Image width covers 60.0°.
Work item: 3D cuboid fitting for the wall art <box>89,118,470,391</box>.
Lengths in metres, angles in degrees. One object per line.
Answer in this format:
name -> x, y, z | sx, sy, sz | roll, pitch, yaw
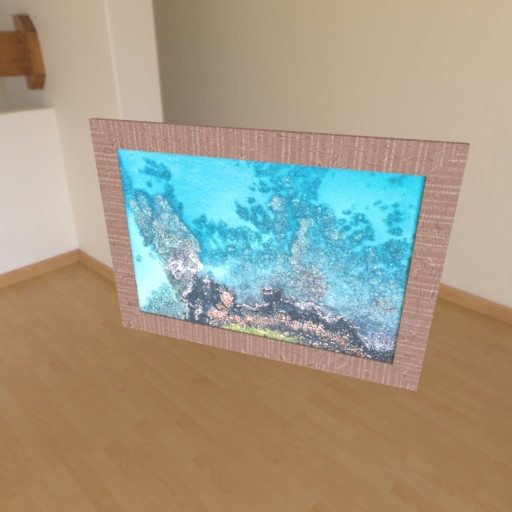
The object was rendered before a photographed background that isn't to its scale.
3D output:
wall art -> 0.000, 0.000, 1.359 | 1.056, 0.761, 0.020 | 9, 28, 17
